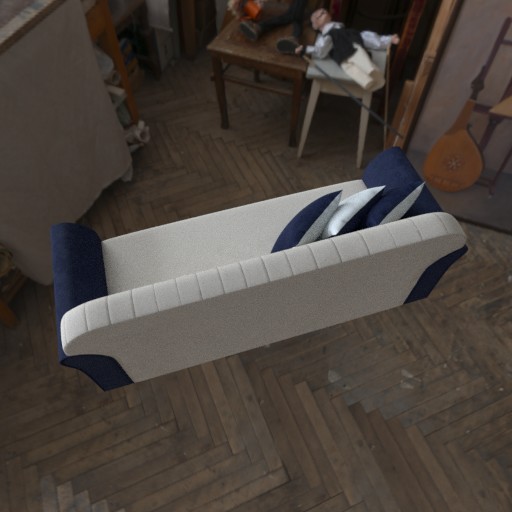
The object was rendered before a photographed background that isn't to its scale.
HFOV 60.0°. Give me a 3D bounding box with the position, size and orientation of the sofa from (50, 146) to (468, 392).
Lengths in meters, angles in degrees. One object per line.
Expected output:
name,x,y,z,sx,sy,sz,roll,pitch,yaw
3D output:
sofa,0.000,0.000,2.394,2.006,0.789,0.749,-14,59,-9
